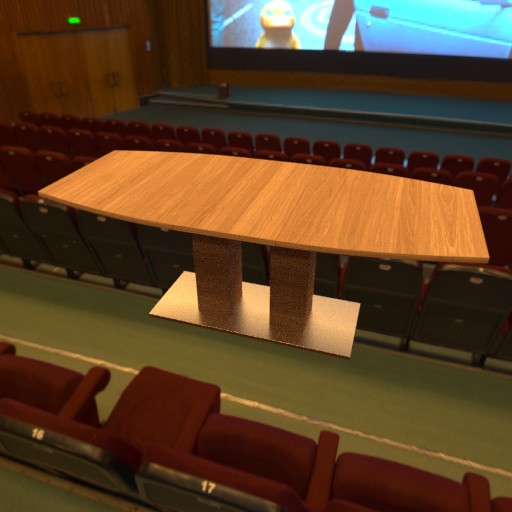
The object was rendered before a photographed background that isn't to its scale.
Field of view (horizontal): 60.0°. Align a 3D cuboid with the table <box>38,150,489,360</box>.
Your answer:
[{"bbox_3d":[0.000,0.000,2.374,2.032,0.750,0.900,9,33,15],"label":"table"}]
